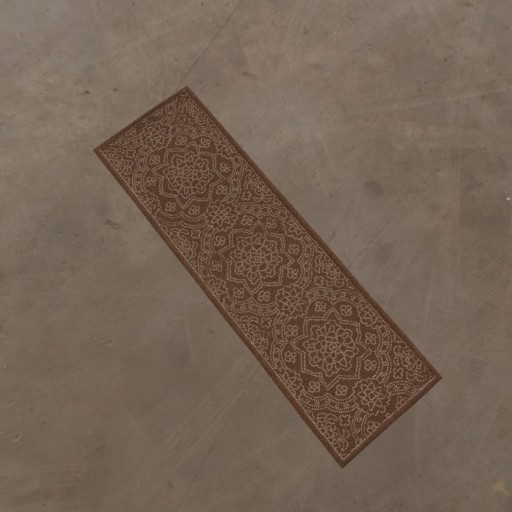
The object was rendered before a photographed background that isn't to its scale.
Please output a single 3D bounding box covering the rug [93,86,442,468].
[{"bbox_3d":[0.000,0.000,2.699,0.769,0.012,2.448,-38,79,-9],"label":"rug"}]
